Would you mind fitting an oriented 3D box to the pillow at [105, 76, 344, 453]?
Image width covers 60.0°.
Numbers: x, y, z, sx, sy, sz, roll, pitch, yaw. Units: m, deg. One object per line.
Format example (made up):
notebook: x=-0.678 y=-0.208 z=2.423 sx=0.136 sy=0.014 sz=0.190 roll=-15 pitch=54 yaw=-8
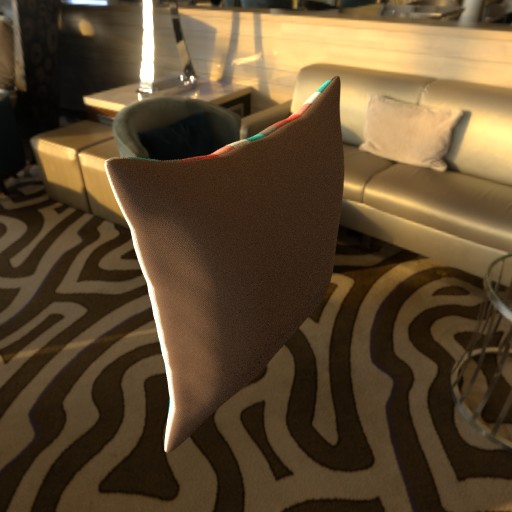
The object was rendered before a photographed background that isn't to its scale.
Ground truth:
pillow: x=0.000 y=0.000 z=0.668 sx=0.168 sy=0.443 sz=0.453 roll=22 pitch=39 yaw=29
